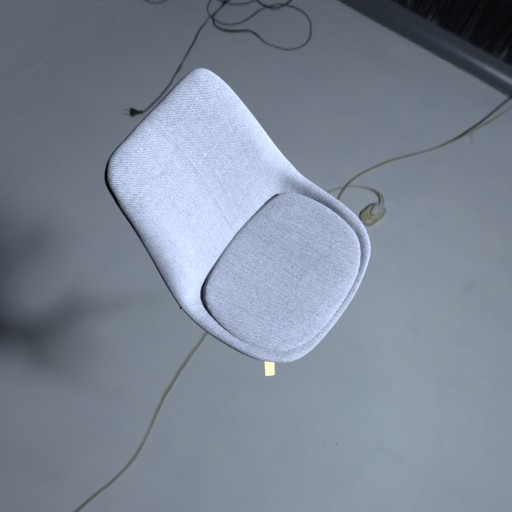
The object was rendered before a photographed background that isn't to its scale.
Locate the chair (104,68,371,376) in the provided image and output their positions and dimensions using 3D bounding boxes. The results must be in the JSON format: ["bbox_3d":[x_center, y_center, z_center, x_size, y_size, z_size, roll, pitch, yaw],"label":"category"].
[{"bbox_3d":[0.000,0.000,1.209,0.550,0.850,0.485,36,77,9],"label":"chair"}]
